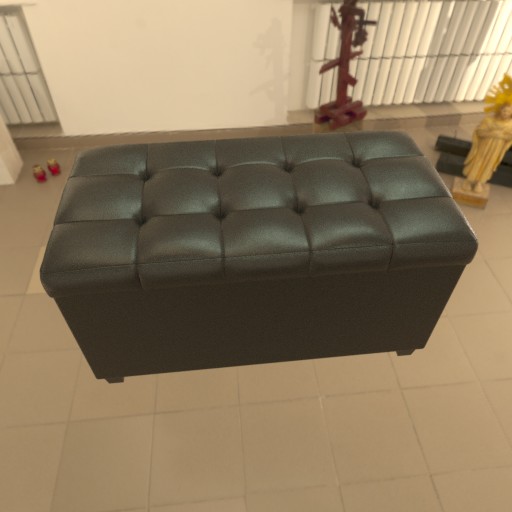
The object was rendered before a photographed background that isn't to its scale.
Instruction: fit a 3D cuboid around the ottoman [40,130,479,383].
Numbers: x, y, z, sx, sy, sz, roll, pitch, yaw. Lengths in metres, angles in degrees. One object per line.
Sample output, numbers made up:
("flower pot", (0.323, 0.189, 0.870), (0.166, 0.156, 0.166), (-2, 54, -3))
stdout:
("ottoman", (0.000, 0.000, 1.109), (0.838, 0.470, 0.432), (-4, 47, -4))
